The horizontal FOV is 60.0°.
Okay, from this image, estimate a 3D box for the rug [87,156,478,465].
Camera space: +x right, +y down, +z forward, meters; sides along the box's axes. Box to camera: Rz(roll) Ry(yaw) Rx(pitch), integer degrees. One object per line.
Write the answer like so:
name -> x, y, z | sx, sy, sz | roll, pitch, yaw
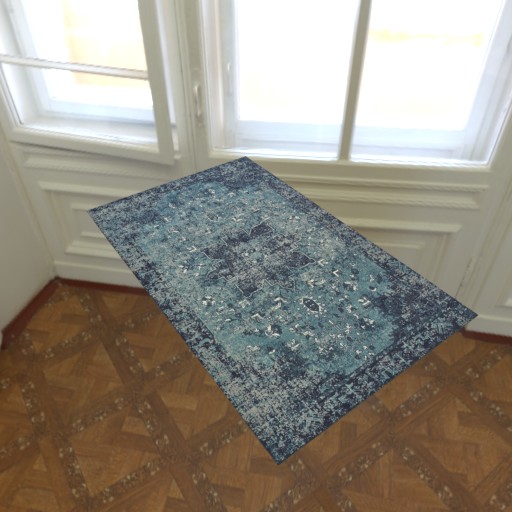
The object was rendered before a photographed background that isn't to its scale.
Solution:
rug -> 0.000, 0.000, 3.062 | 1.525, 0.007, 2.440 | -25, 47, -26
